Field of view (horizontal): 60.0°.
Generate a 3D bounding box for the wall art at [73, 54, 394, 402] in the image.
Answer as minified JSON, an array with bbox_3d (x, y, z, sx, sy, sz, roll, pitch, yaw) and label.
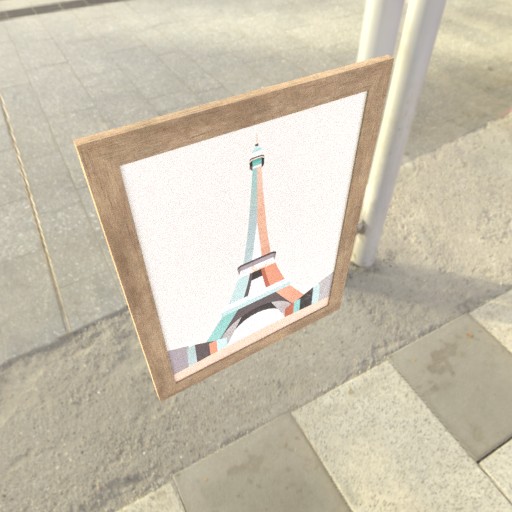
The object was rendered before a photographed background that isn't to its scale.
[{"bbox_3d":[0.000,0.000,0.900,0.534,0.686,0.018,-23,50,-21],"label":"wall art"}]
